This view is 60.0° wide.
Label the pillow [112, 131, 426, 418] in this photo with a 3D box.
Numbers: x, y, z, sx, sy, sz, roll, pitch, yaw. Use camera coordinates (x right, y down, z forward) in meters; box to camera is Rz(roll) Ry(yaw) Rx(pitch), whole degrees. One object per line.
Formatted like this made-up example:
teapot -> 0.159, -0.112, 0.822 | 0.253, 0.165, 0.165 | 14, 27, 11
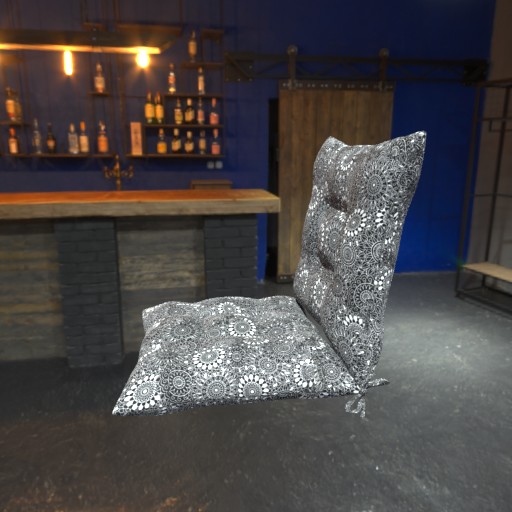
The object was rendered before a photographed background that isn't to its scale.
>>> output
pillow -> 0.000, 0.000, 1.007 | 0.585, 0.536, 0.541 | -2, 15, -8
